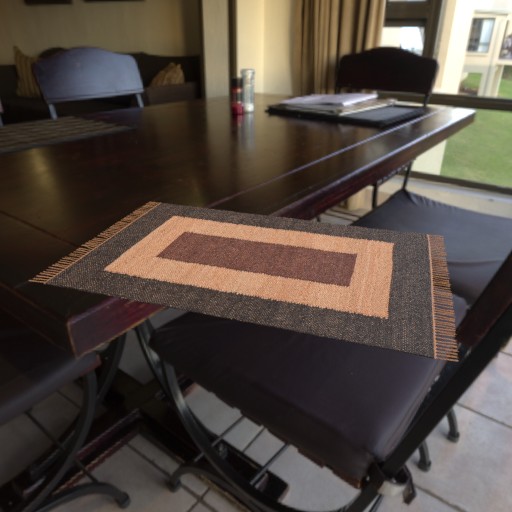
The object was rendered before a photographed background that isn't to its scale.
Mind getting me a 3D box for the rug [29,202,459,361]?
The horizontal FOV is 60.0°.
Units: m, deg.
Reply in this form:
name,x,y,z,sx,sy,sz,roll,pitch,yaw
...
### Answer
name,x,y,z,sx,sy,sz,roll,pitch,yaw
rug,0.000,0.000,1.870,1.541,0.013,0.920,8,28,16
